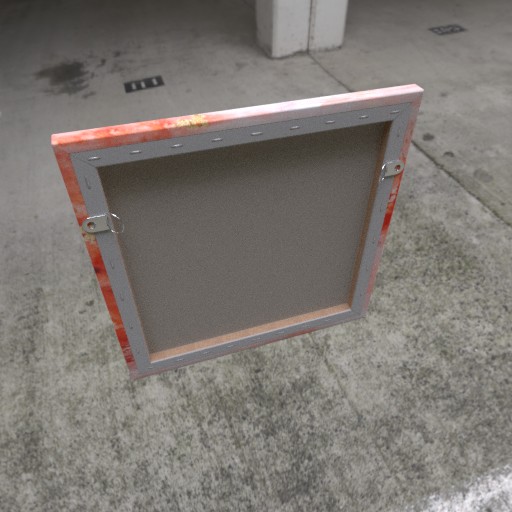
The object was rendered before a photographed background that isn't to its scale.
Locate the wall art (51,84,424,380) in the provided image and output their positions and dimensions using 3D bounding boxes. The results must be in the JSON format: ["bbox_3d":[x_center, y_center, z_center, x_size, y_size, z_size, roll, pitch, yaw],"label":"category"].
[{"bbox_3d":[0.000,0.000,1.103,0.747,0.746,0.064,-12,44,-13],"label":"wall art"}]
